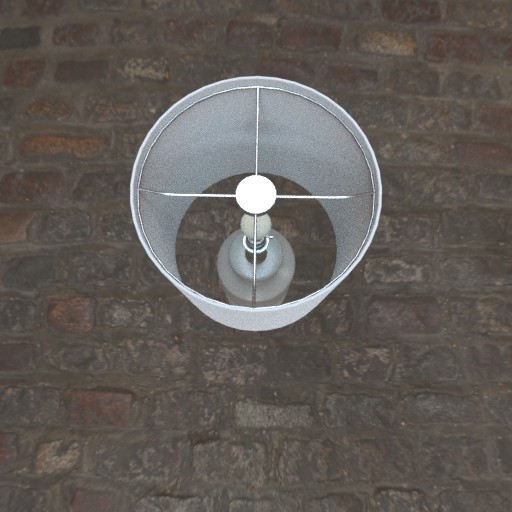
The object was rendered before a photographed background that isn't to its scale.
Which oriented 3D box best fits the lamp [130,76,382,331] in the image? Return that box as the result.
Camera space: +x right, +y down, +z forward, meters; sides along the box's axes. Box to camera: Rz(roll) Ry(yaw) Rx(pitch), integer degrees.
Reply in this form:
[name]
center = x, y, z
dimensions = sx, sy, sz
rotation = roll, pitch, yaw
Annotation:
[lamp]
center = 0.000, 0.000, 0.611
dimensions = 0.212, 0.493, 0.212
rotation = 1, 76, 0
